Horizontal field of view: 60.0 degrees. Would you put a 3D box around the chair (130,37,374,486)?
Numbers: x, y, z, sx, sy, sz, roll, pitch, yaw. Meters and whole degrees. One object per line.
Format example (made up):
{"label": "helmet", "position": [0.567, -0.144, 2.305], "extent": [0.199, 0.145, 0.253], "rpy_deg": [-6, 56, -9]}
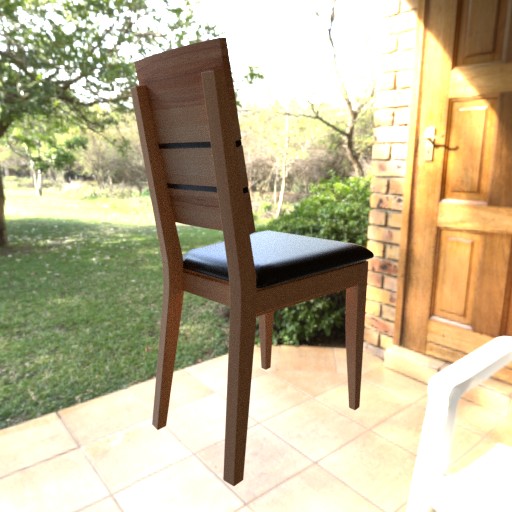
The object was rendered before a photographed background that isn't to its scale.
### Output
{"label": "chair", "position": [0.000, 0.000, 1.172], "extent": [0.410, 0.940, 0.520], "rpy_deg": [12, 17, 43]}
